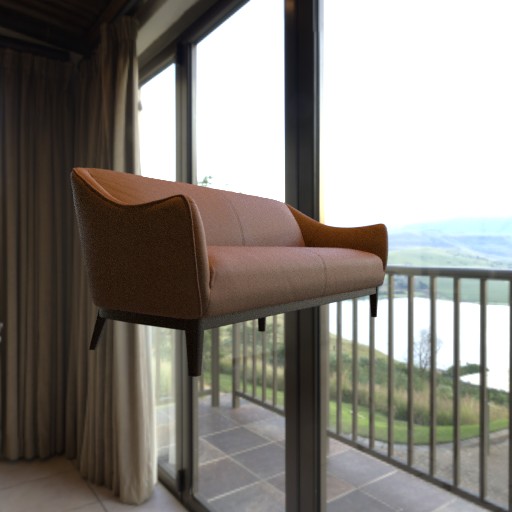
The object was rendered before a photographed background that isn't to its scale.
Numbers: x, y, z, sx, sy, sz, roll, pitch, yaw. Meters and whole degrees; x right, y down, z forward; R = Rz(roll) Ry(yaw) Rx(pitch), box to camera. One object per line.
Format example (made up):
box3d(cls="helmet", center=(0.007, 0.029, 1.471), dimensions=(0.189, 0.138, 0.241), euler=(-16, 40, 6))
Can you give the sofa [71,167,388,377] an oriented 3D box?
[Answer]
box3d(cls="sofa", center=(0.000, 0.000, 2.467), dimensions=(0.869, 0.830, 1.928), euler=(0, 1, 36))
